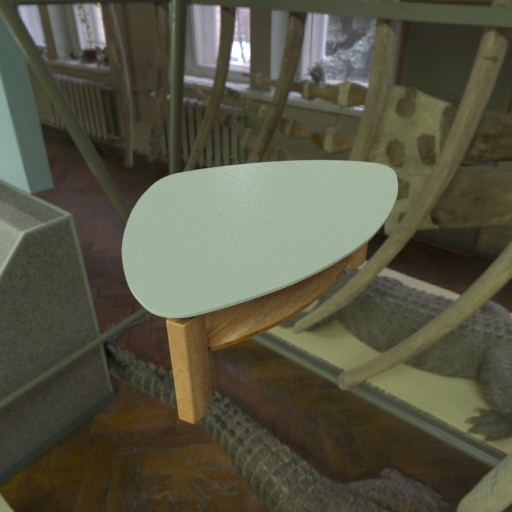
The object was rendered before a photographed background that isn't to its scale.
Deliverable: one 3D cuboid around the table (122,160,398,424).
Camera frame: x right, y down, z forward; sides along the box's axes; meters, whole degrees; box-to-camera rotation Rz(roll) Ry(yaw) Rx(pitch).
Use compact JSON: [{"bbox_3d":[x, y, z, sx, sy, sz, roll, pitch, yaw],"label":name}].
[{"bbox_3d":[0.000,0.000,1.647,0.850,0.440,1.250,22,37,32],"label":"table"}]
